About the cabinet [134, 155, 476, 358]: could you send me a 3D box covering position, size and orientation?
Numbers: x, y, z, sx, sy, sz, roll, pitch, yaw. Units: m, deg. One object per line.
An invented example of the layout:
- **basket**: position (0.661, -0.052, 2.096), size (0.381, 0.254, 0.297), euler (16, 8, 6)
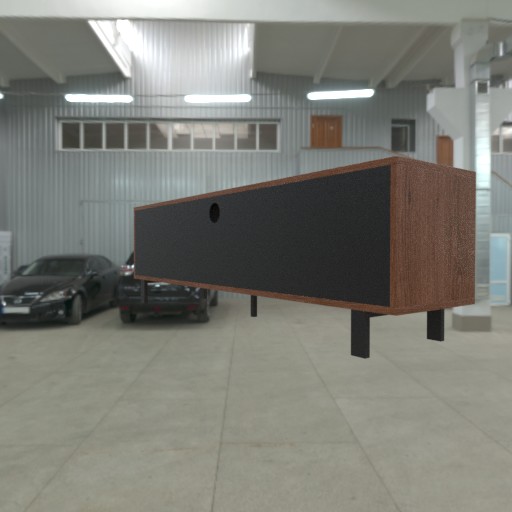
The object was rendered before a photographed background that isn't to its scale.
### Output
- **cabinet**: position (0.000, 0.000, 1.830), size (0.400, 0.500, 1.650), euler (-1, 1, -37)
